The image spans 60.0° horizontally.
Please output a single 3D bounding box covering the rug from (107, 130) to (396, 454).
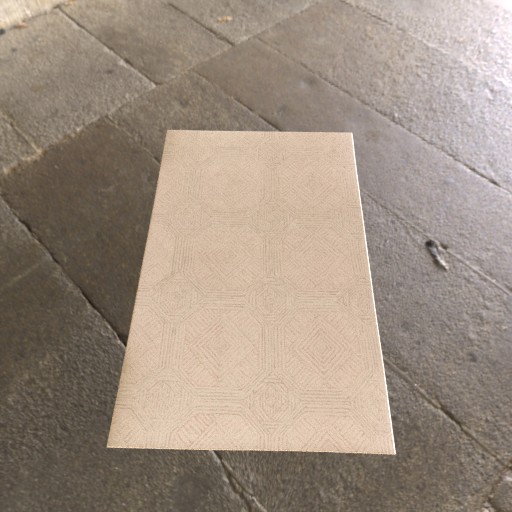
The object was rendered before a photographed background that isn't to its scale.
[{"bbox_3d":[0.000,0.000,2.994,1.524,0.008,2.440,1,57,1],"label":"rug"}]
